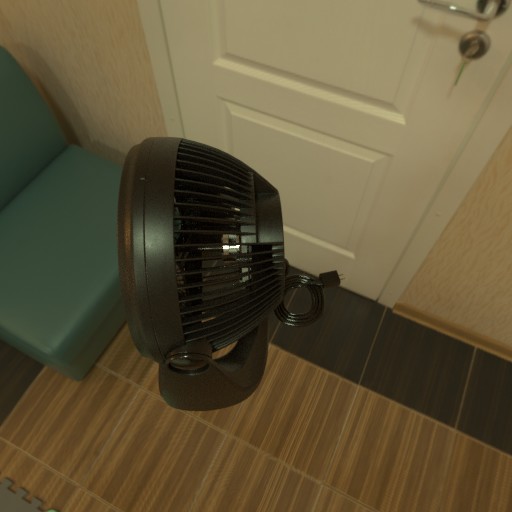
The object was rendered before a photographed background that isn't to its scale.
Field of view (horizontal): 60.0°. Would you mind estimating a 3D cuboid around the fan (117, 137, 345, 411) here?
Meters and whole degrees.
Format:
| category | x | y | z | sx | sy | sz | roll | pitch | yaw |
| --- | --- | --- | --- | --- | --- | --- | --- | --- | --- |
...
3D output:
| category | x | y | z | sx | sy | sz | roll | pitch | yaw |
| --- | --- | --- | --- | --- | --- | --- | --- | --- | --- |
| fan | 0.000 | 0.000 | 0.497 | 0.256 | 0.277 | 0.273 | -3 | 59 | -2 |
